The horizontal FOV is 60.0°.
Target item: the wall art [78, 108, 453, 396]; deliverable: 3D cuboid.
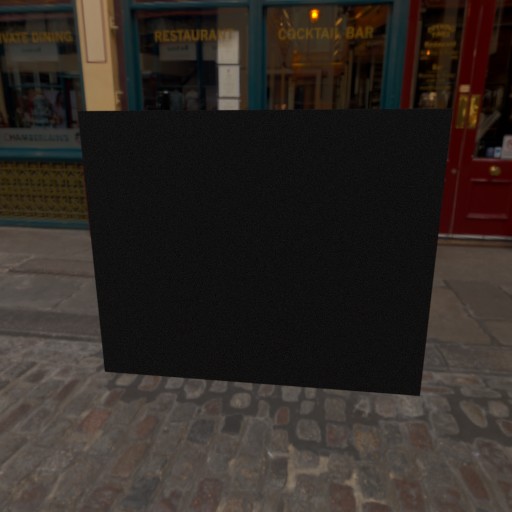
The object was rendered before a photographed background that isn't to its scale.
[{"bbox_3d":[0.000,0.000,0.731,0.558,0.457,0.031,2,16,8],"label":"wall art"}]
